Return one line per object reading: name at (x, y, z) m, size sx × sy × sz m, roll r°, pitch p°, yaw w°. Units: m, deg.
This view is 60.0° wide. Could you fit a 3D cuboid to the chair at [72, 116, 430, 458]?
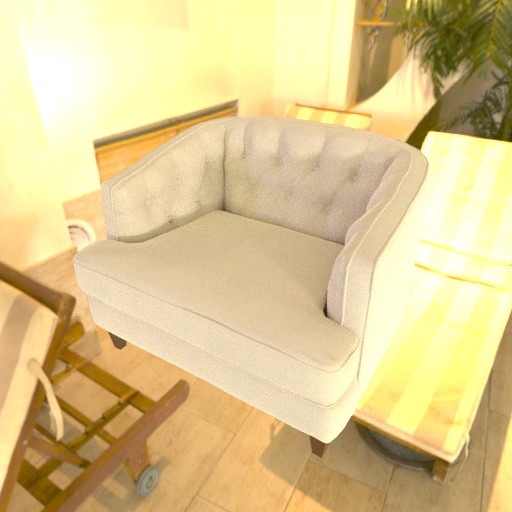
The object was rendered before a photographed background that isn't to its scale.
chair at (0.000, 0.000, 1.730) m, size 1.104 × 0.852 × 0.941 m, roll 18°, pitch 35°, yaw 28°
